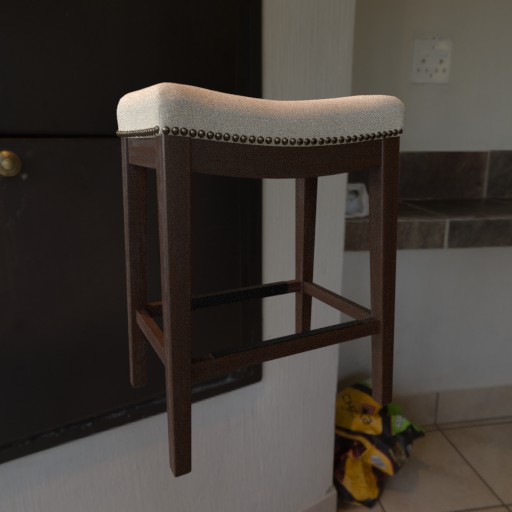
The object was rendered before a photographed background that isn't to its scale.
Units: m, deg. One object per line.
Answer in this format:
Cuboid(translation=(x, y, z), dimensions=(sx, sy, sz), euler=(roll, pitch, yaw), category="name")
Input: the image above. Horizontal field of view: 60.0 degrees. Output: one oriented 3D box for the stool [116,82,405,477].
Cuboid(translation=(0.000, 0.000, 0.965), dimensions=(0.509, 0.669, 0.363), euler=(-7, 16, -26), category="stool")
